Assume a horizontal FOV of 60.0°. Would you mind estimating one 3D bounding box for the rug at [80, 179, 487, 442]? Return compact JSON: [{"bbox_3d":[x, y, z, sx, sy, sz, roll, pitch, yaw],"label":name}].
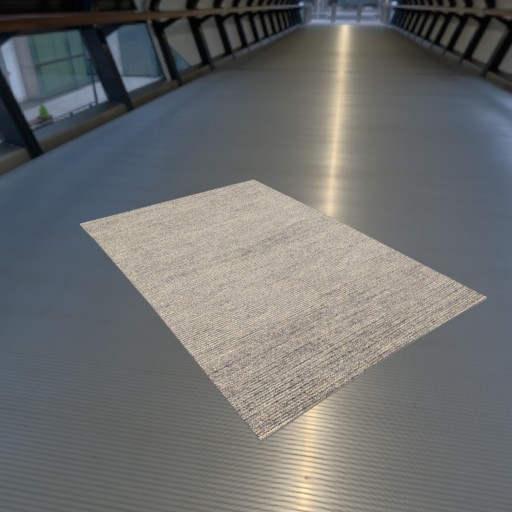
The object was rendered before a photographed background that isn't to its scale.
[{"bbox_3d":[0.000,0.000,2.913,1.604,0.030,2.307,-20,36,-30],"label":"rug"}]
